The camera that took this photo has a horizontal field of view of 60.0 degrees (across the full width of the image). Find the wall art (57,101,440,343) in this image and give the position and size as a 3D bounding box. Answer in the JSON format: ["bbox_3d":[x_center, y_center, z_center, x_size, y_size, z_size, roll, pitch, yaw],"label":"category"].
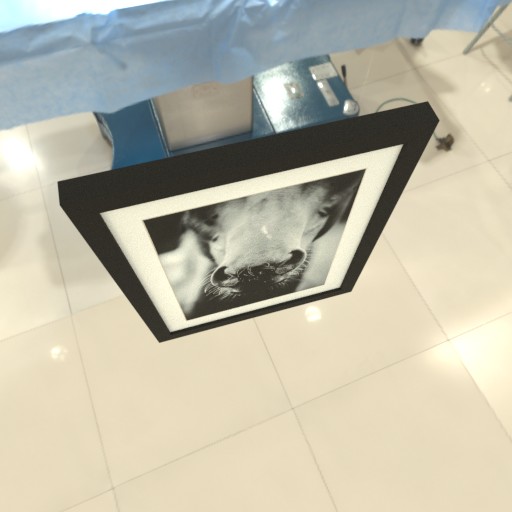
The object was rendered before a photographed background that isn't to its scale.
[{"bbox_3d":[0.000,0.000,0.556,0.329,0.404,0.024,-14,64,-7],"label":"wall art"}]
